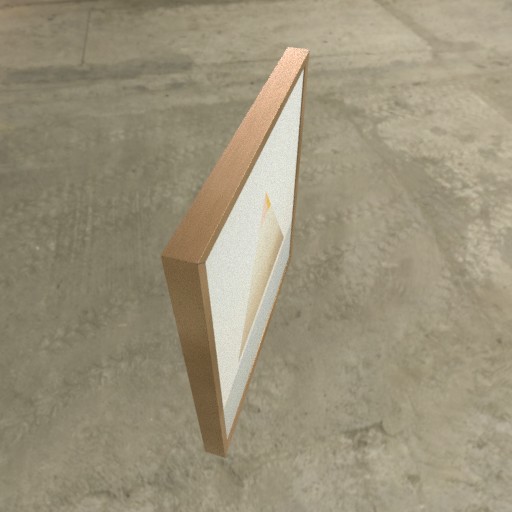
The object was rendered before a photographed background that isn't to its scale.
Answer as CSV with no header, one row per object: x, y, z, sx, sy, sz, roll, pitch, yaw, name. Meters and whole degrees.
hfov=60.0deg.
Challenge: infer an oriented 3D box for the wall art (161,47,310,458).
0.000,0.000,0.773,0.038,0.511,0.513,12,48,11,wall art
